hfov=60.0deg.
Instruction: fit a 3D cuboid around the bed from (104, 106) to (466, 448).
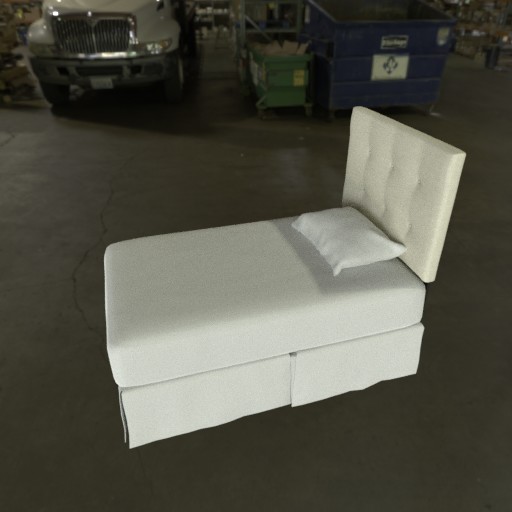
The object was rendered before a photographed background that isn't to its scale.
[{"bbox_3d":[0.000,0.000,2.928,1.997,1.571,1.261,-9,32,-15],"label":"bed"}]
